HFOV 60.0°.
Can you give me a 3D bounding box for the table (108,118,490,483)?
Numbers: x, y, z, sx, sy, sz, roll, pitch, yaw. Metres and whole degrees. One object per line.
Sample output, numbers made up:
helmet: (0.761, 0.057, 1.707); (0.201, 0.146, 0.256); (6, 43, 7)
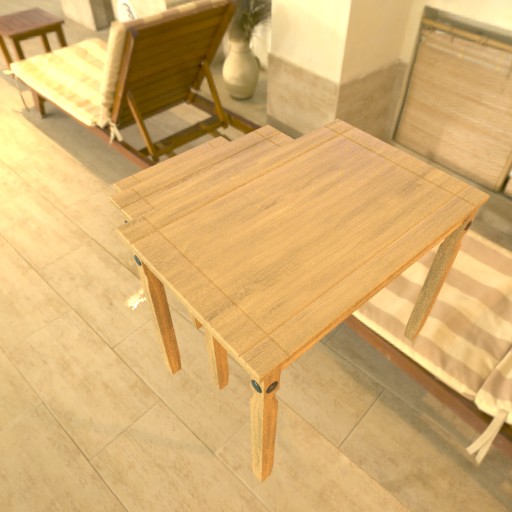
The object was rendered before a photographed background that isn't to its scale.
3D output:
table: (0.000, 0.000, 1.195); (0.660, 0.535, 0.773); (-32, 54, -27)
